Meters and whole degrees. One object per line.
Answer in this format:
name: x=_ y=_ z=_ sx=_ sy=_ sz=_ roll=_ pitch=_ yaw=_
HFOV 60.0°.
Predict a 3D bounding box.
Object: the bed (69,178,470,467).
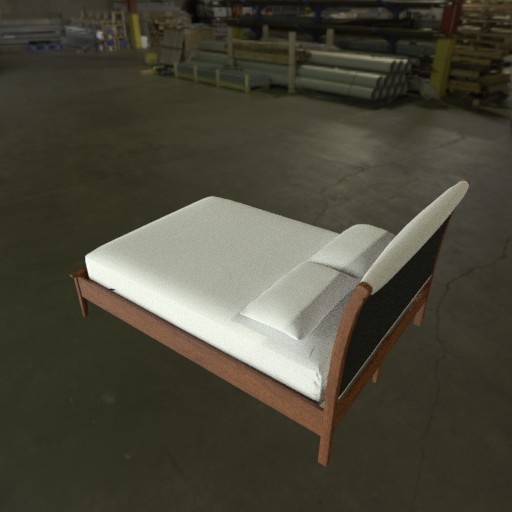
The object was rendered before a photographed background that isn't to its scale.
bed: x=0.000 y=0.000 z=3.251 sx=2.380 sy=1.250 sz=1.612 roll=21 pitch=36 yaw=31
